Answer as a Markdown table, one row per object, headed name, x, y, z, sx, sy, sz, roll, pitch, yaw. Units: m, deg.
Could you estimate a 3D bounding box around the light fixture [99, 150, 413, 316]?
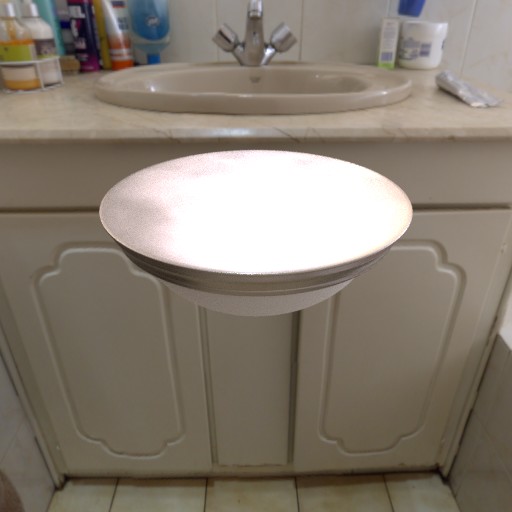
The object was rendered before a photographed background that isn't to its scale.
| name | x | y | z | sx | sy | sz | roll | pitch | yaw |
| --- | --- | --- | --- | --- | --- | --- | --- | --- | --- |
| light fixture | 0.000 | 0.000 | 0.446 | 0.280 | 0.135 | 0.280 | 0 | 30 | 0 |
